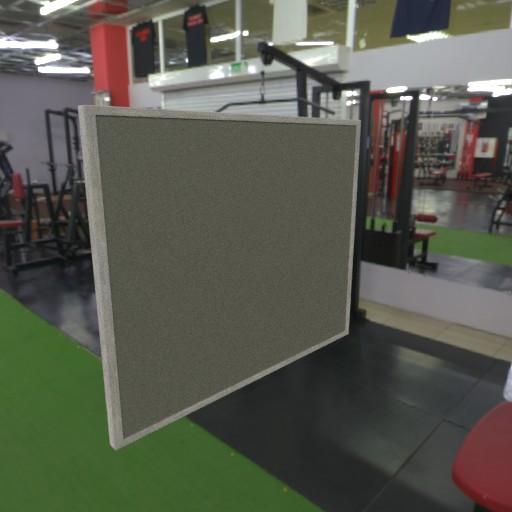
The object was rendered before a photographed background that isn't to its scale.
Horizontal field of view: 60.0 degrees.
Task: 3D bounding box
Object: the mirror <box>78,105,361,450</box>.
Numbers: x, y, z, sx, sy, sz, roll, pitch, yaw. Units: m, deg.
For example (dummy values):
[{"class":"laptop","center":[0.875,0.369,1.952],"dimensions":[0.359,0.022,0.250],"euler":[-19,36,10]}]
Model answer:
[{"class":"mirror","center":[0.000,0.000,1.131],"dimensions":[0.839,0.689,0.028],"euler":[-14,20,-42]}]
